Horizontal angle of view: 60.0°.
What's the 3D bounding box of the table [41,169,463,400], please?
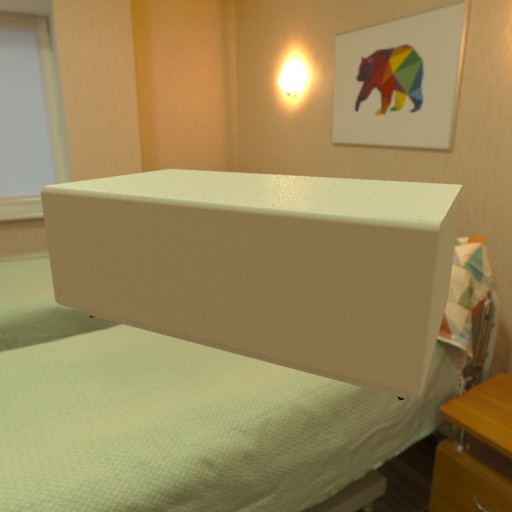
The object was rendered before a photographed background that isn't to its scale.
[{"bbox_3d":[0.000,0.000,1.388,1.097,0.442,0.639,8,18,26],"label":"table"}]
